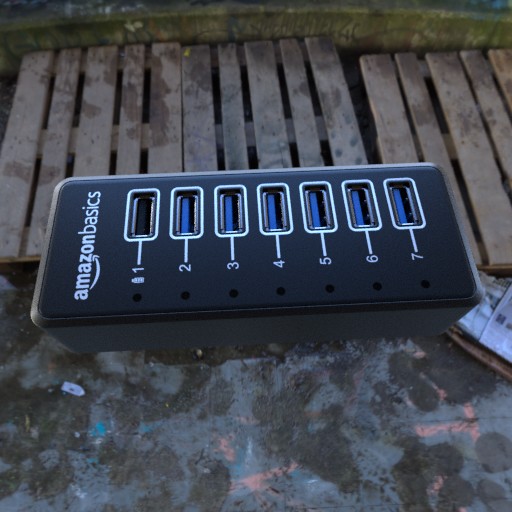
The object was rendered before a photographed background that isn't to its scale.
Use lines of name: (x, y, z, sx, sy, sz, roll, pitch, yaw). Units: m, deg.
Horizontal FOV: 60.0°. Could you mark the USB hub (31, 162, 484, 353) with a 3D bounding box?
USB hub: (0.000, 0.000, 0.125, 0.110, 0.023, 0.044, -3, 63, -1)
